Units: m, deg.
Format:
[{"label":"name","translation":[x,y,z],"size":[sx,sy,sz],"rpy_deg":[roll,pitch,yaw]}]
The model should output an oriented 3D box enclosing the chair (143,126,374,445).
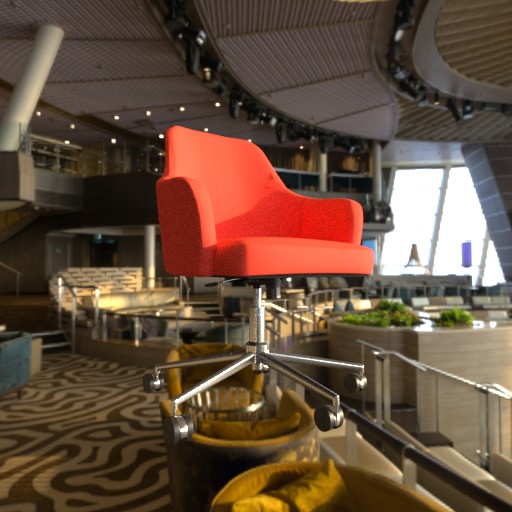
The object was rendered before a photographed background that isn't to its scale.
[{"label":"chair","translation":[0.000,0.000,1.251],"size":[0.655,0.820,0.600],"rpy_deg":[1,-2,-37]}]
